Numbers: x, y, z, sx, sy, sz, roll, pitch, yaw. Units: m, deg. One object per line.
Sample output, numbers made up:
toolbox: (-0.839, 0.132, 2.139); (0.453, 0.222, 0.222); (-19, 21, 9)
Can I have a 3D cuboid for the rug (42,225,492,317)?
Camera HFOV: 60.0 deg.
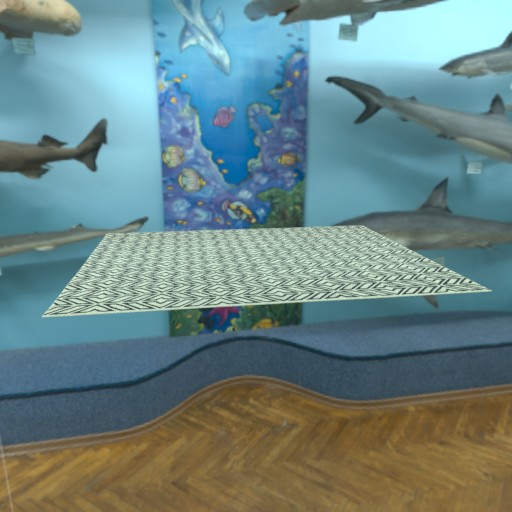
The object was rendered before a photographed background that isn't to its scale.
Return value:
rug: (0.000, 0.000, 4.098); (3.045, 0.008, 2.421); (-2, 15, -9)
